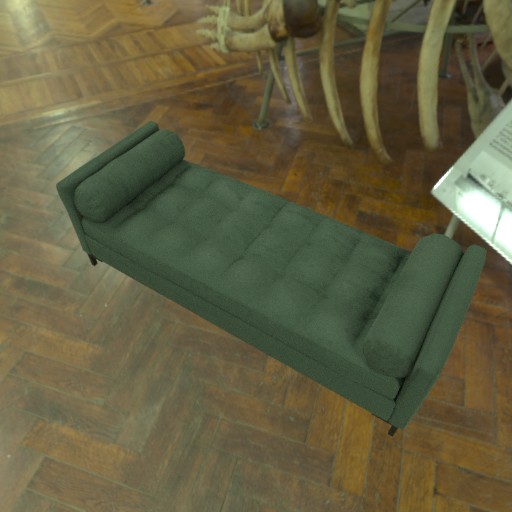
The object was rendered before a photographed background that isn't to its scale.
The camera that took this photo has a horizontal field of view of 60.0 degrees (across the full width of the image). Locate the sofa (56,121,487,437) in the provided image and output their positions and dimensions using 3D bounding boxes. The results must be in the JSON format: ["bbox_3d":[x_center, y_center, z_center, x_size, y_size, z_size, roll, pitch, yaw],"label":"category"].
[{"bbox_3d":[0.000,0.000,2.470,2.130,0.681,0.817,25,53,21],"label":"sofa"}]
